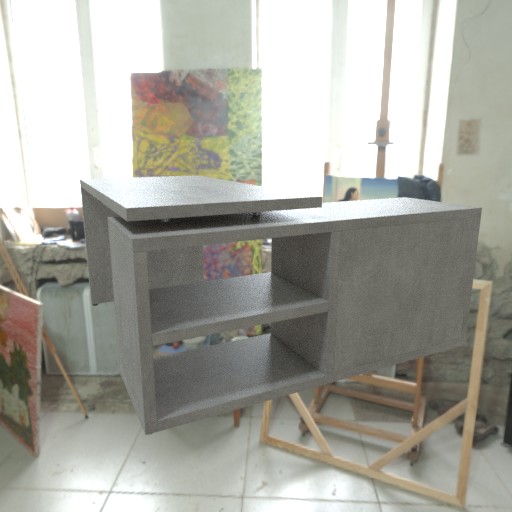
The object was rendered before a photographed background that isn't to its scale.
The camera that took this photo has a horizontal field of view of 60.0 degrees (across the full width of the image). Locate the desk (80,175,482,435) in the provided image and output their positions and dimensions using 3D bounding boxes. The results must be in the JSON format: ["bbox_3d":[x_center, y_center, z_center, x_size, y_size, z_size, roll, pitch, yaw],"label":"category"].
[{"bbox_3d":[0.000,0.000,2.279,1.500,0.740,1.400,-7,15,-26],"label":"desk"}]
